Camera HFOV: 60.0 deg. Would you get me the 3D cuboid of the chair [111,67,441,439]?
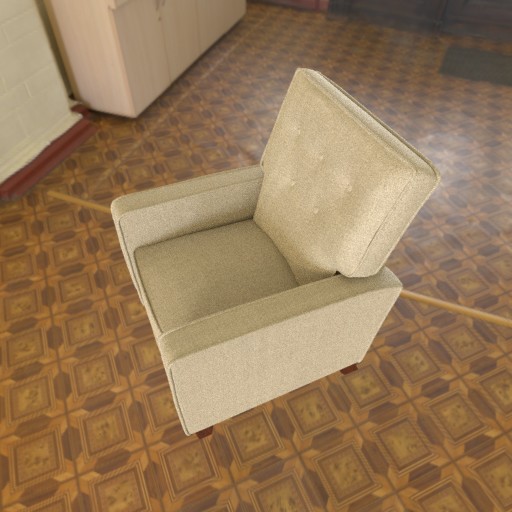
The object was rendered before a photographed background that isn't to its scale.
[{"bbox_3d":[0.000,0.000,1.394,0.754,0.888,0.648,-18,50,-16],"label":"chair"}]
